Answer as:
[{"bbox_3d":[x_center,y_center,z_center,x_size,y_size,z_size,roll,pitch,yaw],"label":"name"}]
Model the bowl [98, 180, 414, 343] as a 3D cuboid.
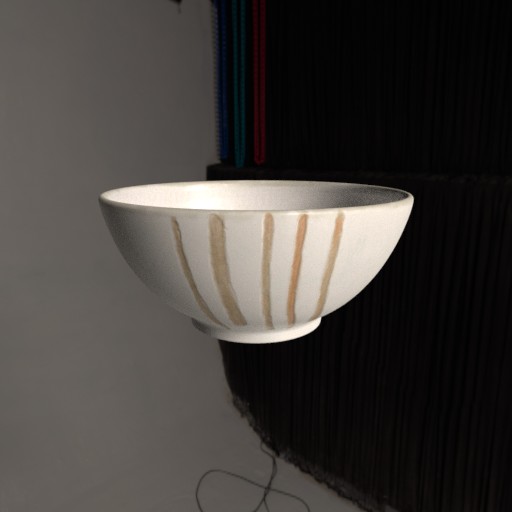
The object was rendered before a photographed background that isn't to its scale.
[{"bbox_3d":[0.000,0.000,0.412,0.268,0.121,0.268,0,14,0],"label":"bowl"}]
